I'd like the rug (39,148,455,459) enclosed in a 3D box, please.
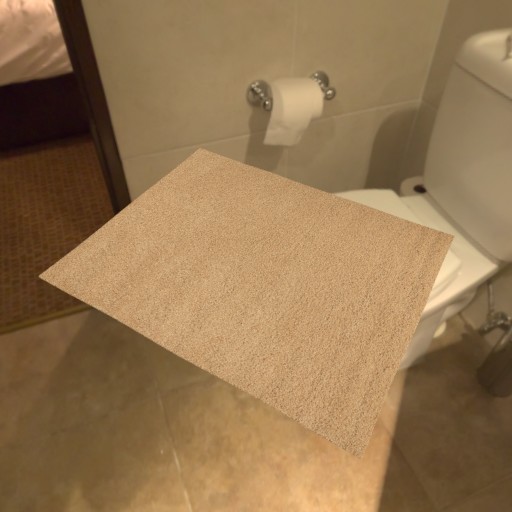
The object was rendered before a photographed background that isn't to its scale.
[{"bbox_3d":[0.000,0.000,4.067,3.000,0.026,2.400,23,50,21],"label":"rug"}]
